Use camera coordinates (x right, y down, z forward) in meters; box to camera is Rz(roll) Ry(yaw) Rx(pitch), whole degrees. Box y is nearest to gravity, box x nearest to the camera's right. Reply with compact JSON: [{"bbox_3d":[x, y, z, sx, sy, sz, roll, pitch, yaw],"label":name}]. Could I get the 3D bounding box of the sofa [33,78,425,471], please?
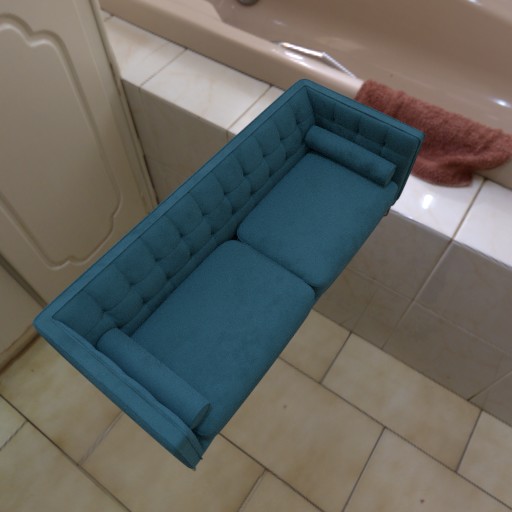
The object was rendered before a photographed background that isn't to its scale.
[{"bbox_3d":[0.000,0.000,2.488,0.867,0.789,2.087,33,63,19],"label":"sofa"}]
